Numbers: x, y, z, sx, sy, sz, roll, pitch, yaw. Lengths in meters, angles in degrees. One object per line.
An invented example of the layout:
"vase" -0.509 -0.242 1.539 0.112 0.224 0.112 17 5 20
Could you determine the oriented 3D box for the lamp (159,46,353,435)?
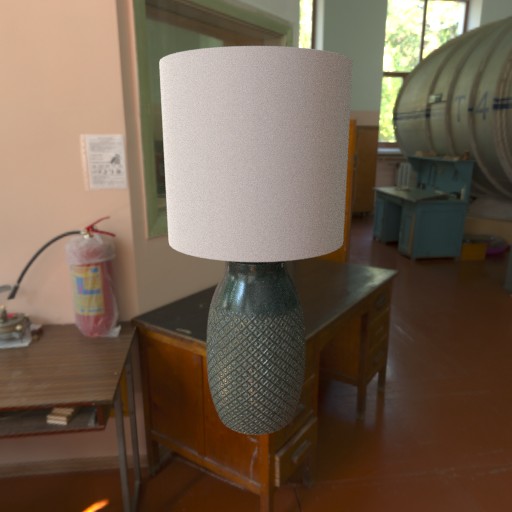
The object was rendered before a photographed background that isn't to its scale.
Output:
"lamp" 0.000 0.000 0.565 0.217 0.453 0.217 7 17 25
